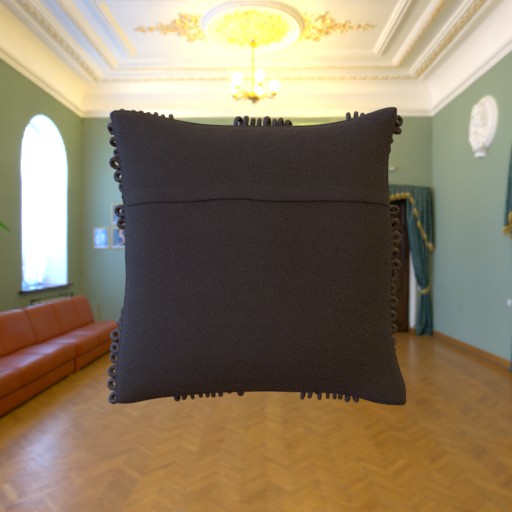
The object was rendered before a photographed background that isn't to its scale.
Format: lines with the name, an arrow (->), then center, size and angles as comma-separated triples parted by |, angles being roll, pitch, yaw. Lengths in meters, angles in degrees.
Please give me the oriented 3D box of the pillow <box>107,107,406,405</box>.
pillow -> 0.000, 0.000, 0.701 | 0.470, 0.467, 0.172 | 0, 0, -1
